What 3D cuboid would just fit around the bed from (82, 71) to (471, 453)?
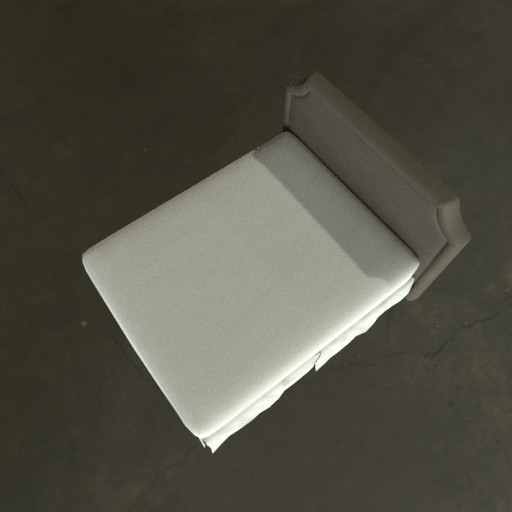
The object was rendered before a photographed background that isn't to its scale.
[{"bbox_3d":[0.000,0.000,3.287,2.181,1.297,1.831,-34,69,-15],"label":"bed"}]
